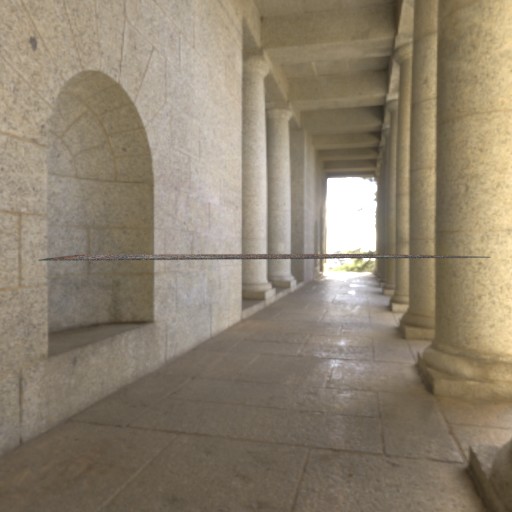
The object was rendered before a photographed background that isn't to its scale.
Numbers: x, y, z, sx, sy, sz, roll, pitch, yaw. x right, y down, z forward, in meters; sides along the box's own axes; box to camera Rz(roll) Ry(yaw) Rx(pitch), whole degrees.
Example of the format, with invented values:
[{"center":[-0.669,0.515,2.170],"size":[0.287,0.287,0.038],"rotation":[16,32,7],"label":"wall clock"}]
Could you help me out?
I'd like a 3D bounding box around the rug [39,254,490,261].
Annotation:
[{"center":[0.000,0.000,4.167],"size":[3.371,0.008,2.190],"rotation":[0,1,-16],"label":"rug"}]
